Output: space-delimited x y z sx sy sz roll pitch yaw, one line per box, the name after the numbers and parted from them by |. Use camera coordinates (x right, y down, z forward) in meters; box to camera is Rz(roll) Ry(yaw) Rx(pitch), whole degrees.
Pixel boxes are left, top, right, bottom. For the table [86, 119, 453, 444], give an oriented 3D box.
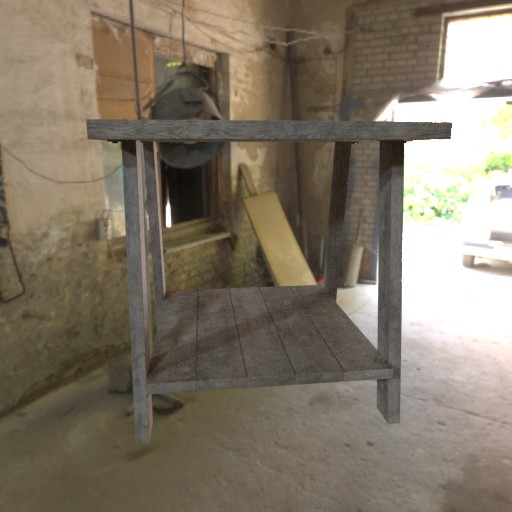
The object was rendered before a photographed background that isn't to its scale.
0.000 0.000 1.094 0.610 0.610 0.610 -2 14 -7 | table
